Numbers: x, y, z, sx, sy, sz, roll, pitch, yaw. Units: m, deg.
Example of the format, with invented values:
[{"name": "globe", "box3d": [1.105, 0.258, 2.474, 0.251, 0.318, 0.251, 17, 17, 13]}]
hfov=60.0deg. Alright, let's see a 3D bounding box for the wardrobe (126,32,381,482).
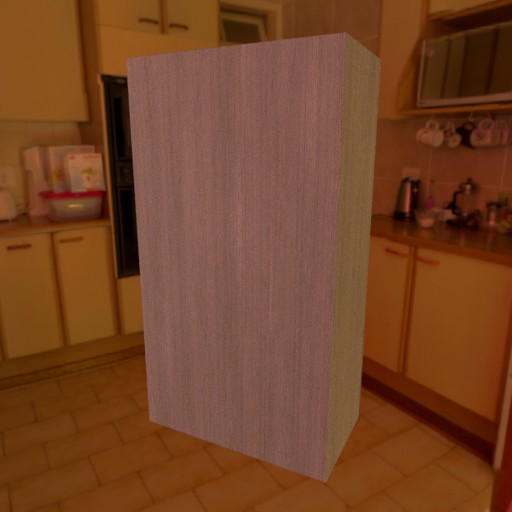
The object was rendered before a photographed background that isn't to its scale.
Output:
[{"name": "wardrobe", "box3d": [0.000, 0.000, 2.195, 0.991, 1.808, 0.577, 7, 15, 26]}]
